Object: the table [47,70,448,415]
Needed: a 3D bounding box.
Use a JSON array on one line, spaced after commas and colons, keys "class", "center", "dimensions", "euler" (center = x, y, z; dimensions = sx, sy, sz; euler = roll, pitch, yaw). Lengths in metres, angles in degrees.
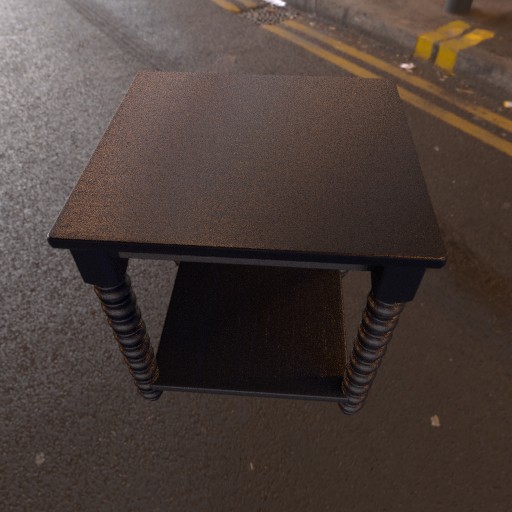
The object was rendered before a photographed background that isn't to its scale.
[{"class": "table", "center": [0.000, 0.000, 0.954], "dimensions": [0.533, 0.567, 0.500], "euler": [3, 47, 3]}]
